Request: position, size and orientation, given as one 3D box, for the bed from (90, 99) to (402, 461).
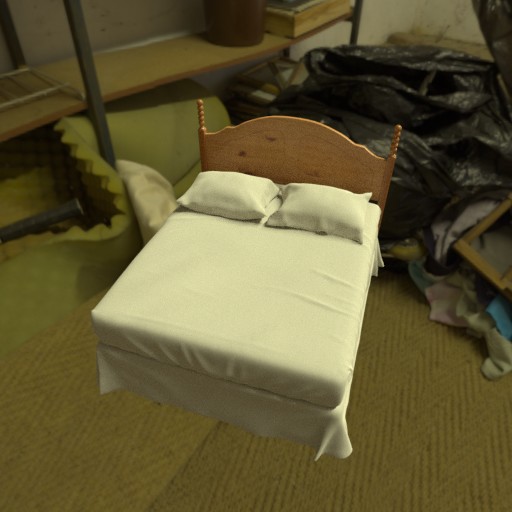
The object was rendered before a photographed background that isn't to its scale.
[{"bbox_3d":[0.000,0.000,3.196,1.873,1.356,2.040,12,42,13],"label":"bed"}]
